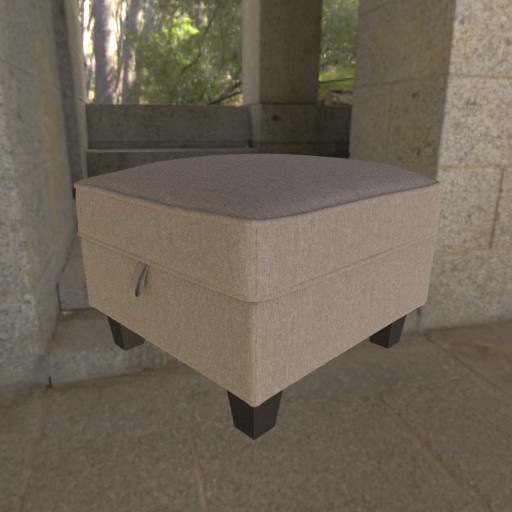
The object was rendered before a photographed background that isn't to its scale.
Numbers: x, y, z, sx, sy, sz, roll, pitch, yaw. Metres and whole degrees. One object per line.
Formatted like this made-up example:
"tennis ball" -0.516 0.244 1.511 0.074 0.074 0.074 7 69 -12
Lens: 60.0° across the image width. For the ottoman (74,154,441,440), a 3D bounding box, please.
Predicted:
"ottoman" 0.000 0.000 1.391 0.871 0.612 0.808 -16 23 -42
